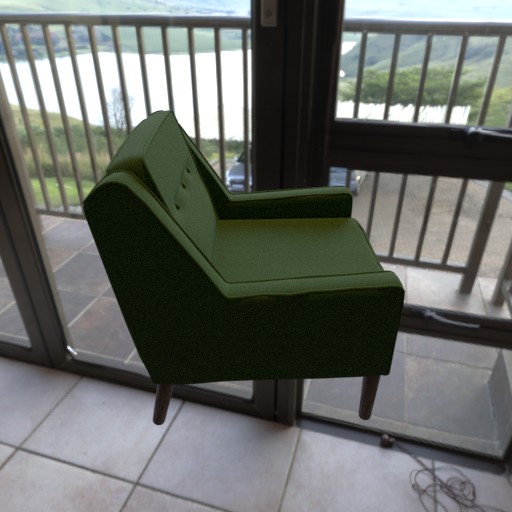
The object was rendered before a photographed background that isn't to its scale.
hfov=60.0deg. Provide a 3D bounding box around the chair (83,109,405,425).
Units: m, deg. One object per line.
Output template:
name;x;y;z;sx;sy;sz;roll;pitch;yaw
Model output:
chair;0.000;0.000;1.360;0.743;0.792;0.663;-1;31;-2
